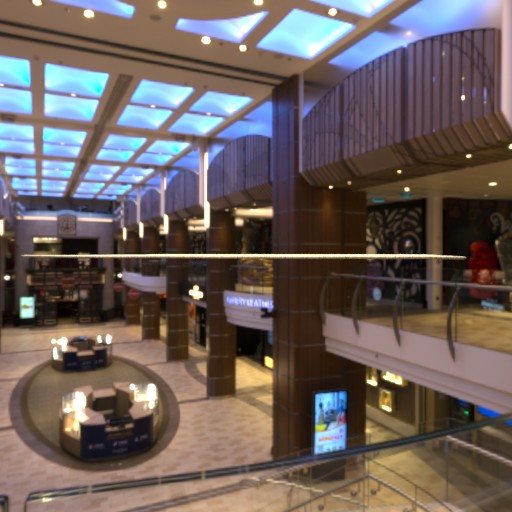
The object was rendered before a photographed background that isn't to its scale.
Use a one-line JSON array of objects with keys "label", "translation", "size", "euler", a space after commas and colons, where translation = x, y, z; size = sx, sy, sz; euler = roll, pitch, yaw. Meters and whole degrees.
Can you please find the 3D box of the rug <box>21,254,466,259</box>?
[{"label": "rug", "translation": [0.000, 0.000, 2.327], "size": [1.850, 0.015, 1.250], "euler": [0, 0, 18]}]
